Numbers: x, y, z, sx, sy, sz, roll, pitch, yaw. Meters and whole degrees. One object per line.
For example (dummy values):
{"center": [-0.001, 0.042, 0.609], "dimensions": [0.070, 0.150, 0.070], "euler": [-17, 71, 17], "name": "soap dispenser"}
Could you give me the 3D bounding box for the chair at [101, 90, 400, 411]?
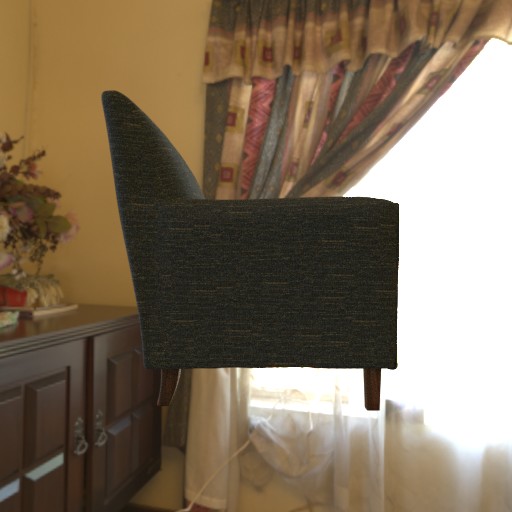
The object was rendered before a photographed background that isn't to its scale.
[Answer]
{"center": [0.000, 0.000, 1.661], "dimensions": [0.873, 0.928, 0.864], "euler": [0, -1, 0], "name": "chair"}
